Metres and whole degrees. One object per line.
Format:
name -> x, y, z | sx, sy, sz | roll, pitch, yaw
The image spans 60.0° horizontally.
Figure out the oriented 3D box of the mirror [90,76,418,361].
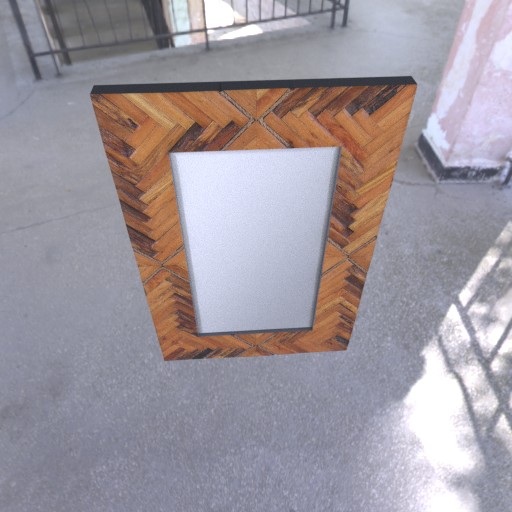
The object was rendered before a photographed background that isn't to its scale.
mirror -> 0.000, 0.000, 1.155 | 0.606, 0.912, 0.044 | -3, 46, -3
